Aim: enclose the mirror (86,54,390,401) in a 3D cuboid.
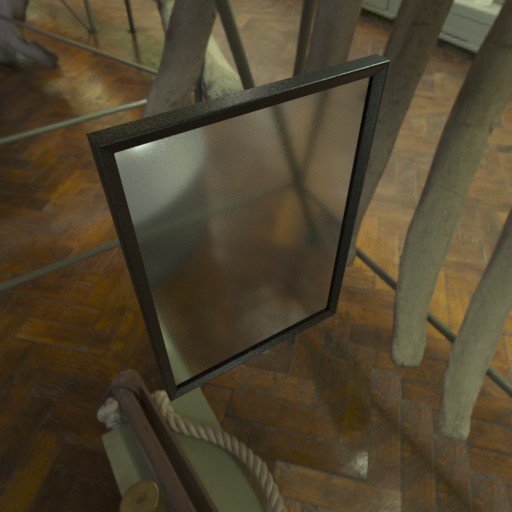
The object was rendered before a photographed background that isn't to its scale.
[{"bbox_3d":[0.000,0.000,0.923,0.507,0.710,0.039,-24,50,-21],"label":"mirror"}]
